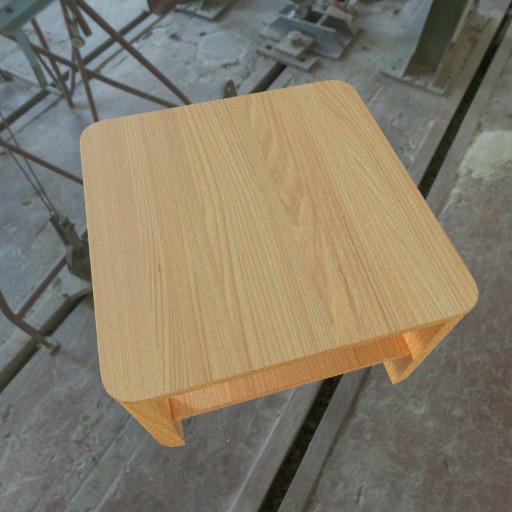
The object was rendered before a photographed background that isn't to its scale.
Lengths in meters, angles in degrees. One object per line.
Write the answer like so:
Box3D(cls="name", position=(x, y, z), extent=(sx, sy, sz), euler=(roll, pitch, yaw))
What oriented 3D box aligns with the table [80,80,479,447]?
Box3D(cls="table", position=(0.000, 0.000, 1.199), extent=(0.750, 0.450, 0.750), euler=(-13, 58, -8))
